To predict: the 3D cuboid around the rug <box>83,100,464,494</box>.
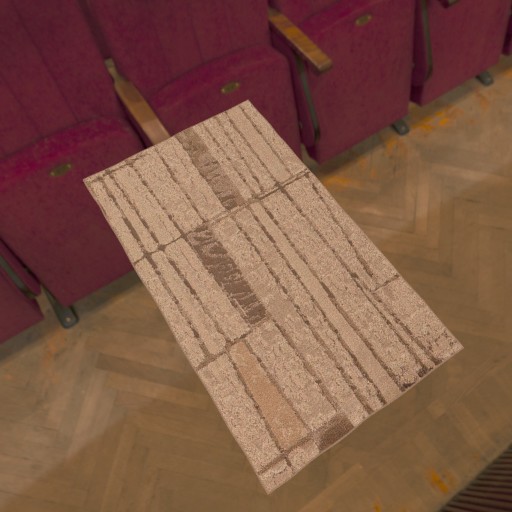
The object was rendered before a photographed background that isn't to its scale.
[{"bbox_3d":[0.000,0.000,1.058,0.515,0.007,0.867,-31,68,-14],"label":"rug"}]
